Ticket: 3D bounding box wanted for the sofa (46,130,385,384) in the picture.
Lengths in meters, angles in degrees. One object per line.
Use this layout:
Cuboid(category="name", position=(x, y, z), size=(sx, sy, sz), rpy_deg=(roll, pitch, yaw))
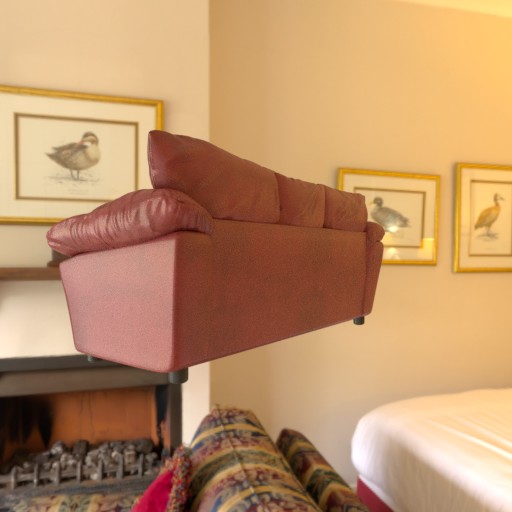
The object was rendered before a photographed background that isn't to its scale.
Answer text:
Cuboid(category="sofa", position=(0.000, 0.000, 2.853), size=(0.907, 1.091, 2.390), rpy_deg=(0, 1, 37))
